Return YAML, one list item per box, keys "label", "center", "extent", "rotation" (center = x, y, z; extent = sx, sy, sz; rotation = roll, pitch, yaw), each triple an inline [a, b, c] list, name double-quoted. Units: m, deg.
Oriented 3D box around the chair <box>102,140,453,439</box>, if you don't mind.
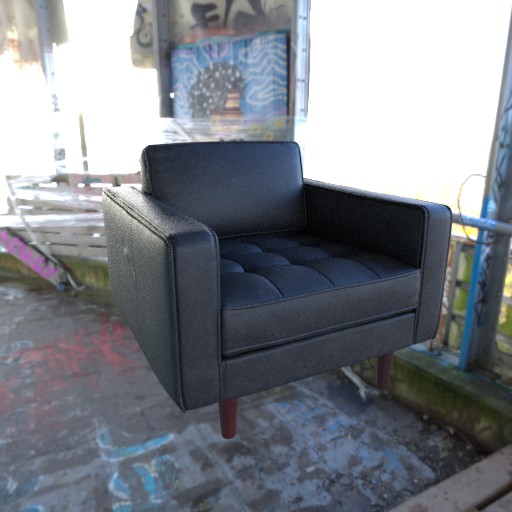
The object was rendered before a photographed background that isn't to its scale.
- label: "chair"
  center: [0.000, 0.000, 1.544]
  extent: [0.889, 0.763, 0.914]
  rotation: [-8, 18, -26]
